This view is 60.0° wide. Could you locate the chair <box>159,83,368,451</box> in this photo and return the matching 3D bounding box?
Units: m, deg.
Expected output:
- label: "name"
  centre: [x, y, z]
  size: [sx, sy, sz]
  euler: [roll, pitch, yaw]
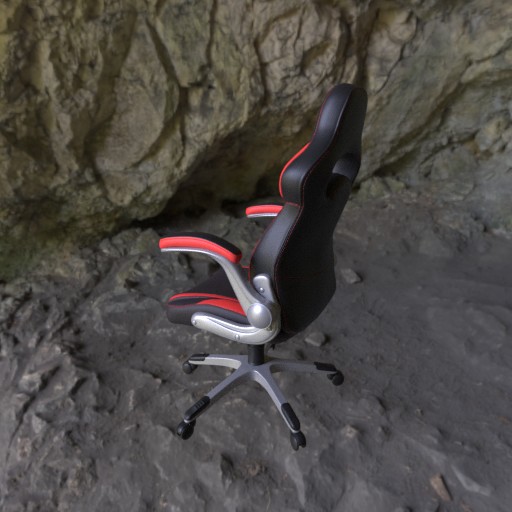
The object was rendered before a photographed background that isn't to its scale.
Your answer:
- label: "chair"
  centre: [0.000, 0.000, 1.631]
  size: [0.712, 1.165, 0.758]
  euler: [9, 19, 26]
